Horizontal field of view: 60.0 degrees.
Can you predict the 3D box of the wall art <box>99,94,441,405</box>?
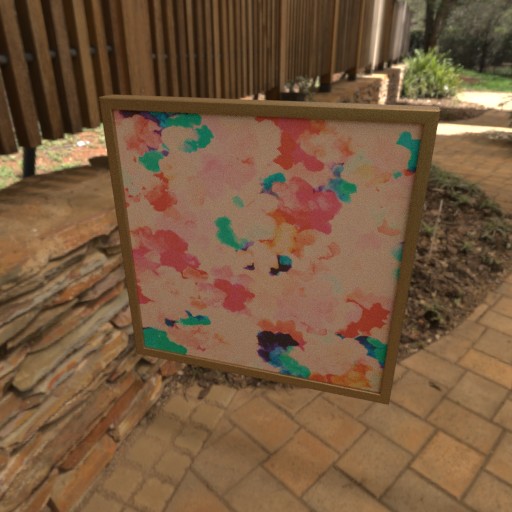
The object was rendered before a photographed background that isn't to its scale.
[{"bbox_3d":[0.000,0.000,0.767,0.510,0.509,0.037,7,27,15],"label":"wall art"}]
